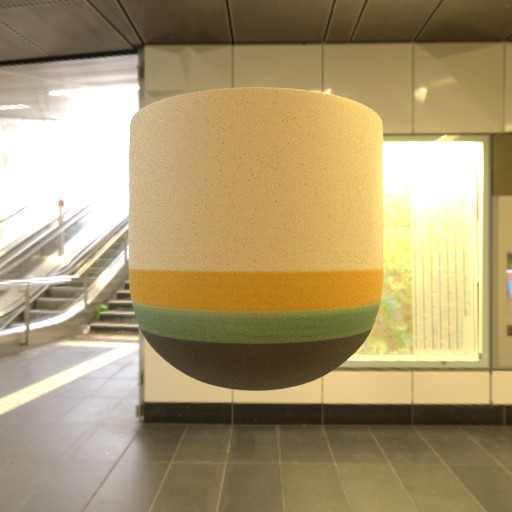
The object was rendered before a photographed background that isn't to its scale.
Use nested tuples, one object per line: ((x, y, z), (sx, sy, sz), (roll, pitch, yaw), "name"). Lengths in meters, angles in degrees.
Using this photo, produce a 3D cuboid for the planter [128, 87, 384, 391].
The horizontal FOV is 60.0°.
((0.000, 0.000, 0.485), (0.268, 0.270, 0.268), (0, 0, 0), "planter")
